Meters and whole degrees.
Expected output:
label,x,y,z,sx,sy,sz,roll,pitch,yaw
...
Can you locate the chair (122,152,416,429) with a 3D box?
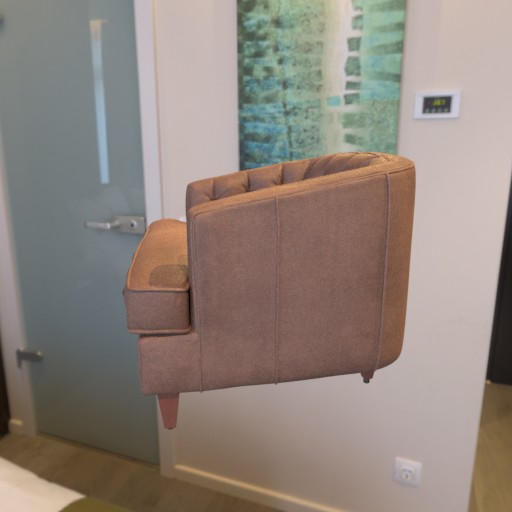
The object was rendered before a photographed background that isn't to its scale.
label,x,y,z,sx,sy,sz,roll,pitch,yaw
chair,0.000,0.000,1.723,0.914,0.787,1.118,-2,13,-9
